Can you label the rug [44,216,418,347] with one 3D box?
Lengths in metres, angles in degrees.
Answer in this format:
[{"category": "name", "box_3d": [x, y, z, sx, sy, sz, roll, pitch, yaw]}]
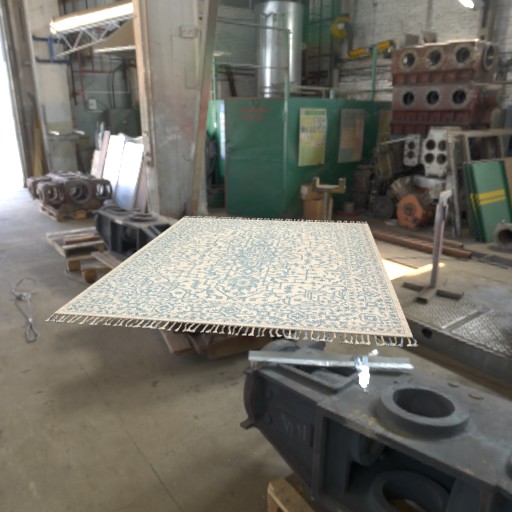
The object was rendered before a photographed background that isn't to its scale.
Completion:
[{"category": "rug", "box_3d": [0.000, 0.000, 4.387, 2.464, 0.010, 3.327, 3, 18, 8]}]
